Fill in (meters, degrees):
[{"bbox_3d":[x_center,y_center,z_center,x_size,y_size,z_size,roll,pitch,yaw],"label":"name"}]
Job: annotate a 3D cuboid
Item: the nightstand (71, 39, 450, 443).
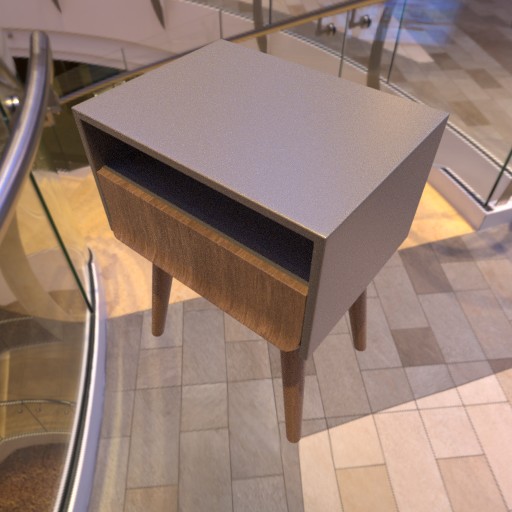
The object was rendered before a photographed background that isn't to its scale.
[{"bbox_3d":[0.000,0.000,0.721,0.370,0.508,0.288,30,54,25],"label":"nightstand"}]
